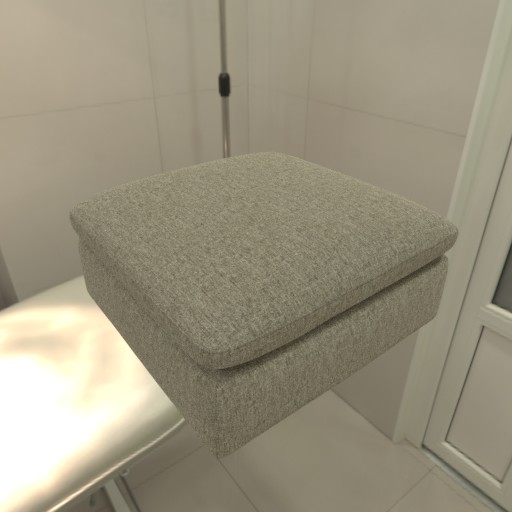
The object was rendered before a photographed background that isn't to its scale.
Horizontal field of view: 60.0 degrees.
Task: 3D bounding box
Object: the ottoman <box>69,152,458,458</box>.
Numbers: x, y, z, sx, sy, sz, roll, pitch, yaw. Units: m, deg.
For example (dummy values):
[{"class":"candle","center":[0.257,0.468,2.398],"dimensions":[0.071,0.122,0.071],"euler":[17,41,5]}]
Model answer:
[{"class":"ottoman","center":[0.000,0.000,1.649],"dimensions":[1.039,0.526,1.035],"euler":[-22,37,-32]}]
